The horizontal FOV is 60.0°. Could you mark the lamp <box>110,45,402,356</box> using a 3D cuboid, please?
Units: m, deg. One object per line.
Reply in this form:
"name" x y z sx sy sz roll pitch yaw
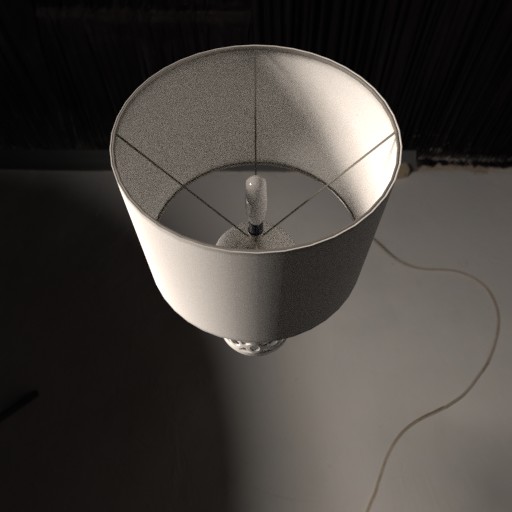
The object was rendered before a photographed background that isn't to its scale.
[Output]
"lamp" 0.000 0.000 0.683 0.310 0.502 0.310 0 58 0
